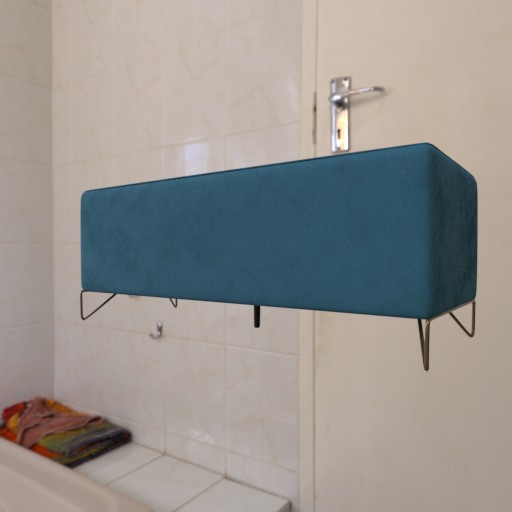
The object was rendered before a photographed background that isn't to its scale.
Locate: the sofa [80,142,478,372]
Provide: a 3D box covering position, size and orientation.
[{"bbox_3d":[0.000,0.000,2.433,2.087,0.789,0.867,0,0,36],"label":"sofa"}]
